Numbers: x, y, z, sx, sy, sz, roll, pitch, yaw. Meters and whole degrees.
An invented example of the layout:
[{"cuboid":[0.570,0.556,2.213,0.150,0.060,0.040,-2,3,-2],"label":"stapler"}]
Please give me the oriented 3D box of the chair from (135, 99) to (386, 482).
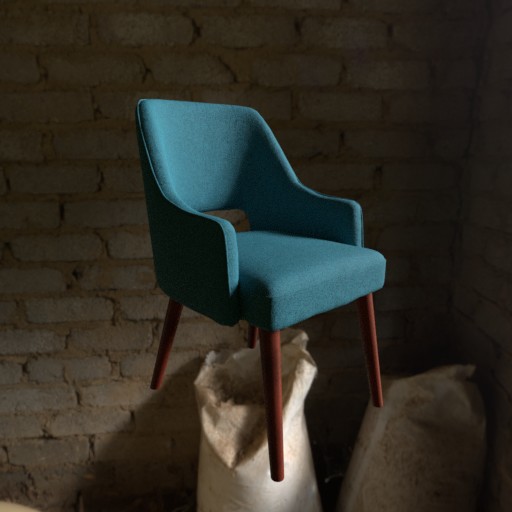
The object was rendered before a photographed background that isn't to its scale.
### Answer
[{"cuboid":[0.000,0.000,1.232,0.548,0.849,0.605,-13,19,-42],"label":"chair"}]
